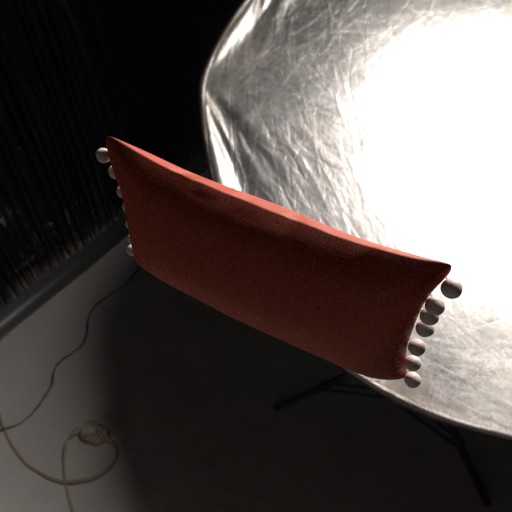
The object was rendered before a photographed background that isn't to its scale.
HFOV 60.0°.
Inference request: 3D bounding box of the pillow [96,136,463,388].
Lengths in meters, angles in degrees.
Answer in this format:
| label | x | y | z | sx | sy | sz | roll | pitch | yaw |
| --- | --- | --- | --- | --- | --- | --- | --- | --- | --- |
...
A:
| label | x | y | z | sx | sy | sz | roll | pitch | yaw |
| --- | --- | --- | --- | --- | --- | --- | --- | --- | --- |
| pillow | 0.000 | 0.000 | 0.844 | 0.709 | 0.322 | 0.201 | 23 | 49 | 21 |
